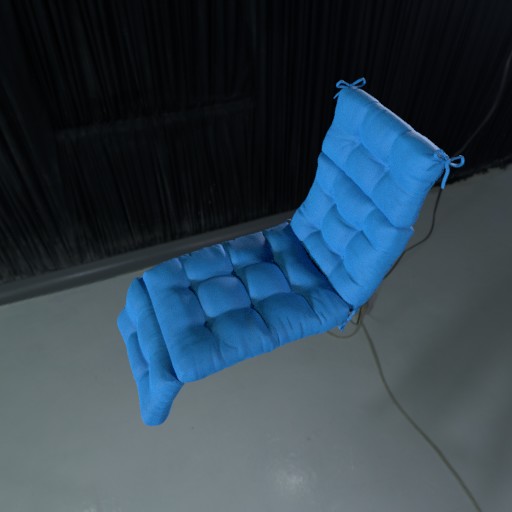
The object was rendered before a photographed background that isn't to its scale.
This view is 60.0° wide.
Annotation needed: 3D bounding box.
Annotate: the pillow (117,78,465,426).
[{"bbox_3d":[0.000,0.000,1.486,1.016,0.863,0.526,-17,49,-16],"label":"pillow"}]
